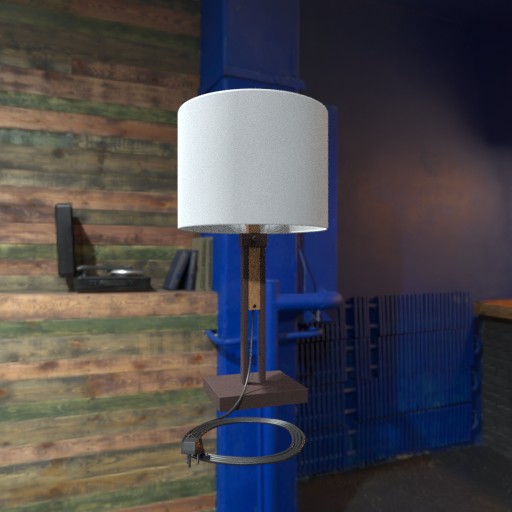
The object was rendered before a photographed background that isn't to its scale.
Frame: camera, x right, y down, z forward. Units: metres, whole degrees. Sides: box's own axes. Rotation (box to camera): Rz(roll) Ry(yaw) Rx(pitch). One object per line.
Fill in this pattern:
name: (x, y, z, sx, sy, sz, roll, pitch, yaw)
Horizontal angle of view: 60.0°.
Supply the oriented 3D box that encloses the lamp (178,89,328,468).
lamp: (0.000, 0.000, 0.974, 0.396, 0.668, 0.525, 0, 0, -18)
